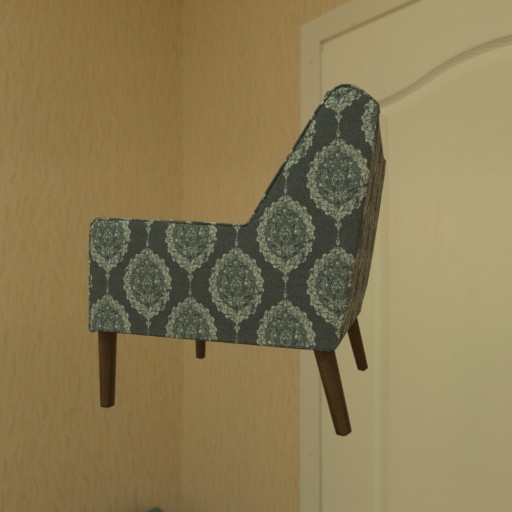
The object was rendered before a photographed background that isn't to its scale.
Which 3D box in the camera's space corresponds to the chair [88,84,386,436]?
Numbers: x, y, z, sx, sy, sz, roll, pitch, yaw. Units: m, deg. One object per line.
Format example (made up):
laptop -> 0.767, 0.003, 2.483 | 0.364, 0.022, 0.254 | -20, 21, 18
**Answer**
chair -> 0.000, 0.000, 1.343 | 0.743, 0.792, 0.663 | 0, 0, 18
